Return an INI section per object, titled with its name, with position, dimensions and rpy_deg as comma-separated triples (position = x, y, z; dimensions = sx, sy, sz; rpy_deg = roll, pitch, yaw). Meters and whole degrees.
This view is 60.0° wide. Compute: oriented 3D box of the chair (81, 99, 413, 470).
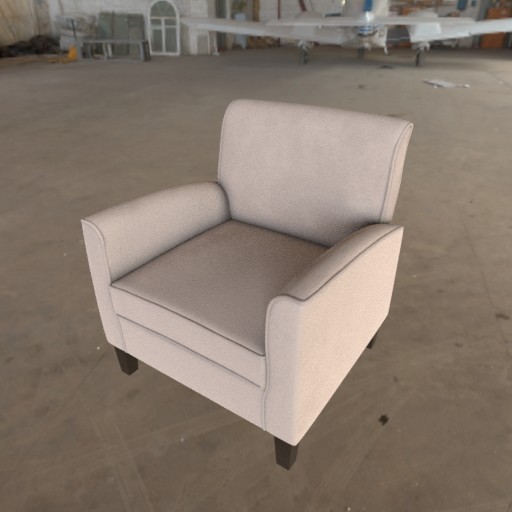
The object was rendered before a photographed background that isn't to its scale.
[chair]
position = 0.000, 0.000, 1.574
dimensions = 0.820, 0.915, 0.821
rpy_deg = 19, 34, 29
